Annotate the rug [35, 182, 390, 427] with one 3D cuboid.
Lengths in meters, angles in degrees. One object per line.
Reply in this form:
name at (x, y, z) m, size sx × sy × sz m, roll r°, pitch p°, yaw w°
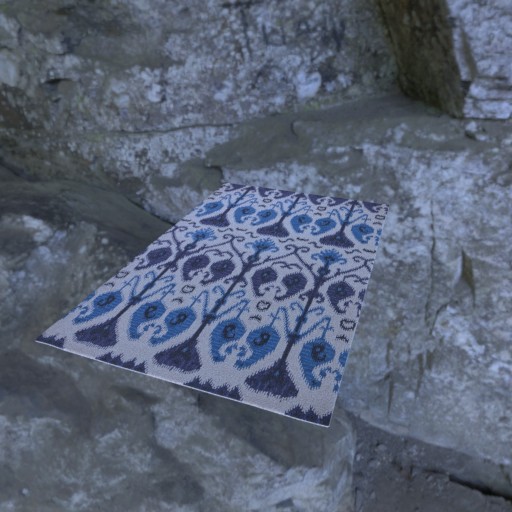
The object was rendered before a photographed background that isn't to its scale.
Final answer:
rug at (0.000, 0.000, 2.115) m, size 1.072 × 0.013 × 1.698 m, roll 11°, pitch 32°, yaw 18°
